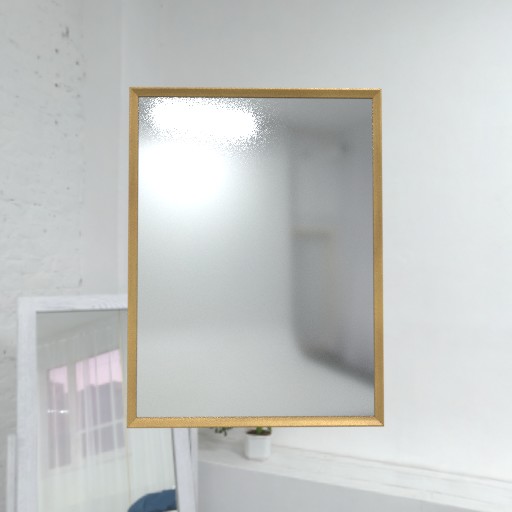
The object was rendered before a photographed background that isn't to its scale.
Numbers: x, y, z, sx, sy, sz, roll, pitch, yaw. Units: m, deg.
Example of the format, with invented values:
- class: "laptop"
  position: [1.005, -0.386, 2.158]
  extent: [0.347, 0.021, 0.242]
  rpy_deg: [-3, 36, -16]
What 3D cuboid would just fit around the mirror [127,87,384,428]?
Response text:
- class: "mirror"
  position: [0.000, 0.000, 1.345]
  extent: [0.762, 1.016, 0.041]
  rpy_deg: [0, -2, -1]
